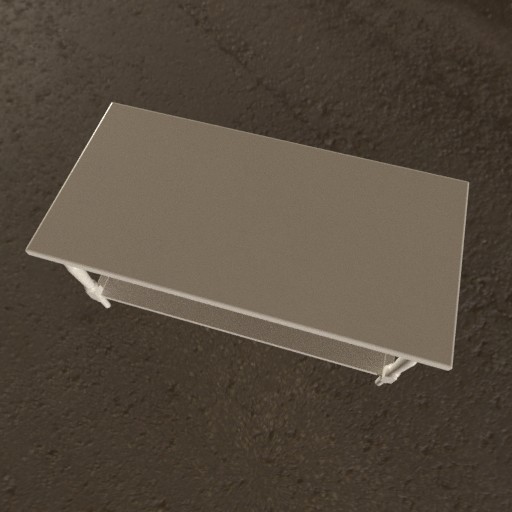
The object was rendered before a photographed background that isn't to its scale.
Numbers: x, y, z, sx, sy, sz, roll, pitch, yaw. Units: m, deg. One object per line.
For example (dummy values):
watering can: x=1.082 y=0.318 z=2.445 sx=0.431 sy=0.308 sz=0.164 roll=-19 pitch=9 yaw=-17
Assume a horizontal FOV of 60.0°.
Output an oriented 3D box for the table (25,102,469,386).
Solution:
table: x=0.000 y=0.000 z=1.440 sx=1.107 sy=0.510 sz=0.550 roll=15 pitch=64 yaw=7
